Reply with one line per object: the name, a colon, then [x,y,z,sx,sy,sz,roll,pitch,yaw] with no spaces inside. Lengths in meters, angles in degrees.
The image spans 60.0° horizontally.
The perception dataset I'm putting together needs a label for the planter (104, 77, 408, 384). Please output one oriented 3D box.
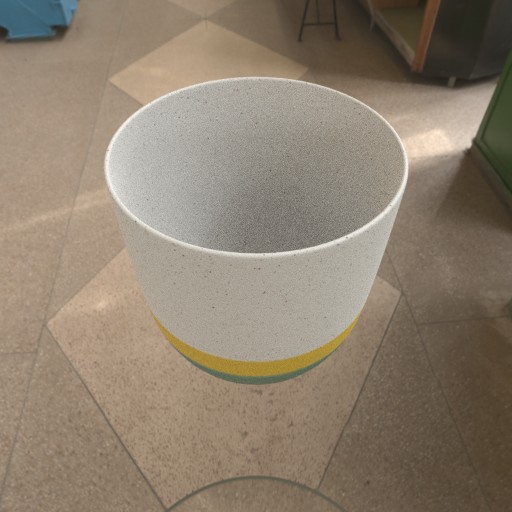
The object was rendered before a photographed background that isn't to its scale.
planter: [0.000,0.000,0.368,0.195,0.214,0.195,0,48,0]
